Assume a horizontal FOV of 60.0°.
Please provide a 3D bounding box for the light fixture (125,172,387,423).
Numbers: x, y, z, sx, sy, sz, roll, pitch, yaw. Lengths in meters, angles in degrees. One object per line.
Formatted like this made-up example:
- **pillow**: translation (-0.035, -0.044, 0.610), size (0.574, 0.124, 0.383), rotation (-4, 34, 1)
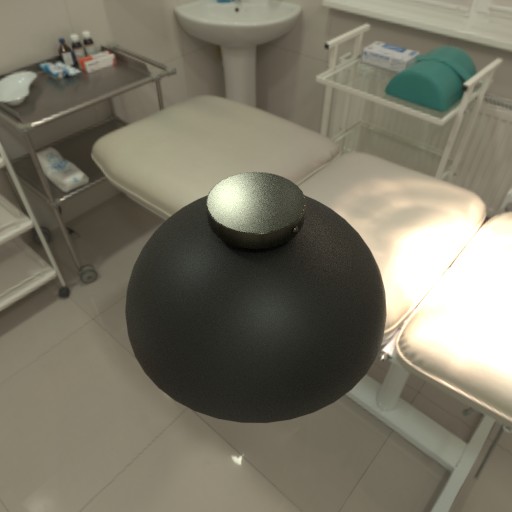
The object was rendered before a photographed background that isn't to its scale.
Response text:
- **light fixture**: translation (0.000, 0.000, 0.560), size (0.355, 0.177, 0.355), rotation (0, 45, 0)
